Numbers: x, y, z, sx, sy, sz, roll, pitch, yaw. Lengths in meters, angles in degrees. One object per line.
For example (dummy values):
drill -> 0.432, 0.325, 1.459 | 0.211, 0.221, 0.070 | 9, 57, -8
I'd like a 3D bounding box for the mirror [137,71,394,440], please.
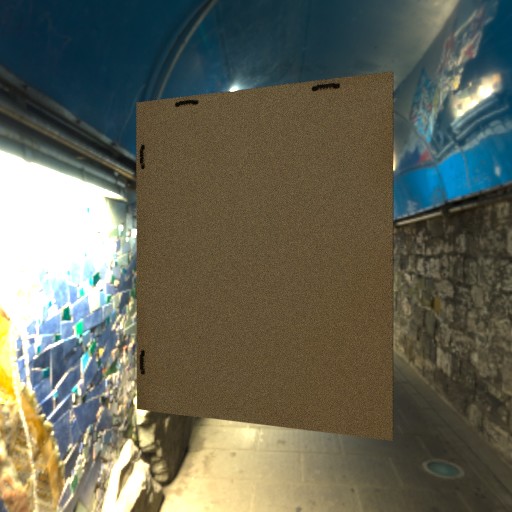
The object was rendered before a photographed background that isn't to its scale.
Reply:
mirror -> 0.000, 0.000, 0.685 | 0.405, 0.508, 0.041 | 0, 0, 18
